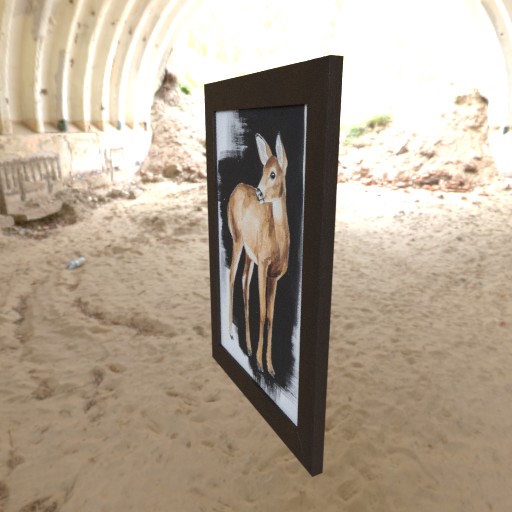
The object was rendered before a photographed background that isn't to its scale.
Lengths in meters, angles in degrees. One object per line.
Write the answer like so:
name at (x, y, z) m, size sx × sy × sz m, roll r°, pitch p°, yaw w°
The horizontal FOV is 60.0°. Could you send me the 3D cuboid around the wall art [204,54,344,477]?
wall art at (0.000, 0.000, 0.670) m, size 0.017 × 0.513 × 0.359 m, roll -8°, pitch 18°, yaw -26°
